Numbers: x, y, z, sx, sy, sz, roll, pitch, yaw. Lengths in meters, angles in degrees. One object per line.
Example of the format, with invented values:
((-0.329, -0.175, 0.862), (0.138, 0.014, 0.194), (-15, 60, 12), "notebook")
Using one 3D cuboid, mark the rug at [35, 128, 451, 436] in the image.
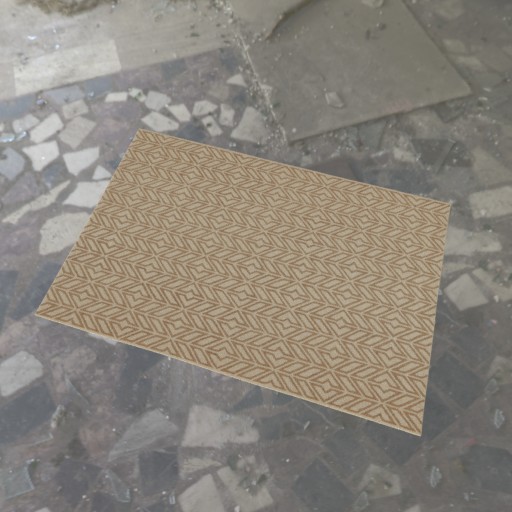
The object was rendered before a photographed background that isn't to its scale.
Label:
((0.000, 0.000, 2.251), (1.828, 0.007, 1.220), (15, 64, 8), "rug")
